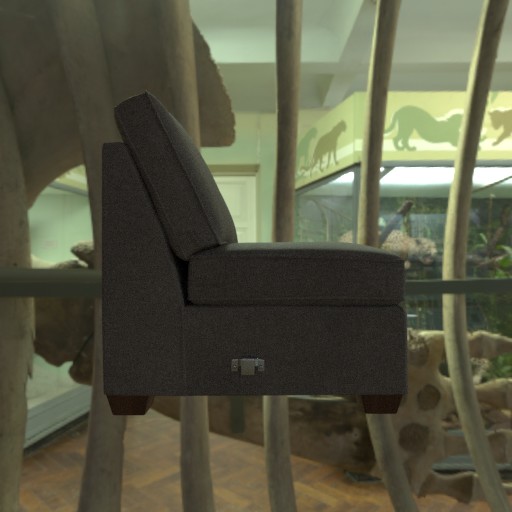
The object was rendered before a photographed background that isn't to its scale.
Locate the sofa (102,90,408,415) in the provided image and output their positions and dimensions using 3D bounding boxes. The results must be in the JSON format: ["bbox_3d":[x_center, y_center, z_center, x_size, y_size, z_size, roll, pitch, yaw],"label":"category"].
[{"bbox_3d":[0.000,0.000,1.957,0.951,1.008,1.237,0,-1,0],"label":"sofa"}]
